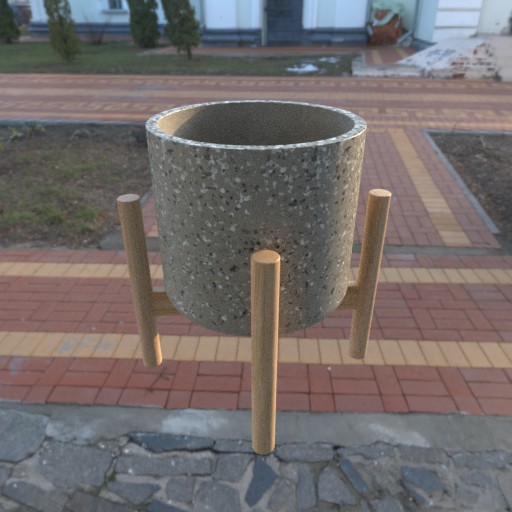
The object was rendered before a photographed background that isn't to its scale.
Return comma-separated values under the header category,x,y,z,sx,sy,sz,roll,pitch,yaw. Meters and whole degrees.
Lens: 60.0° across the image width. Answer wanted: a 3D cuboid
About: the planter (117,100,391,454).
category,x,y,z,sx,sy,sz,roll,pitch,yaw
planter,0.000,0.000,0.532,0.284,0.320,0.284,10,31,17
